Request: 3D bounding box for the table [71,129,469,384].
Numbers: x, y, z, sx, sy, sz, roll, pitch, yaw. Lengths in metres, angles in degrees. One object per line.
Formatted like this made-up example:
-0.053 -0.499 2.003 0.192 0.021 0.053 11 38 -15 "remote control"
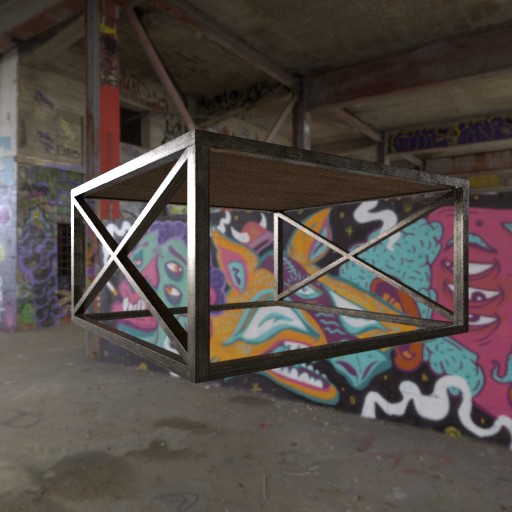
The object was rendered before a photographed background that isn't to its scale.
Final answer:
0.000 0.000 1.412 0.909 0.451 0.899 0 0 -36 "table"
